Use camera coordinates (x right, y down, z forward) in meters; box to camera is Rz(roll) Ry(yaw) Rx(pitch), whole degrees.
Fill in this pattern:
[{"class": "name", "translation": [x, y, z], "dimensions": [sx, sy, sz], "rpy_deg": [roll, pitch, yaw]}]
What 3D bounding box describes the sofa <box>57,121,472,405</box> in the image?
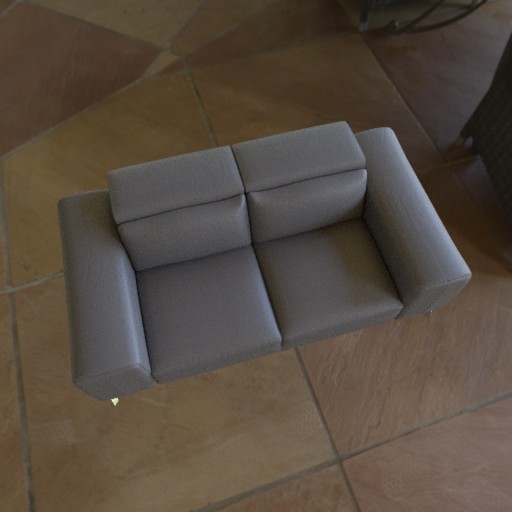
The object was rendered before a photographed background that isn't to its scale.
[{"class": "sofa", "translation": [0.000, 0.000, 2.413], "dimensions": [1.930, 0.753, 1.024], "rpy_deg": [-14, 64, -7]}]
